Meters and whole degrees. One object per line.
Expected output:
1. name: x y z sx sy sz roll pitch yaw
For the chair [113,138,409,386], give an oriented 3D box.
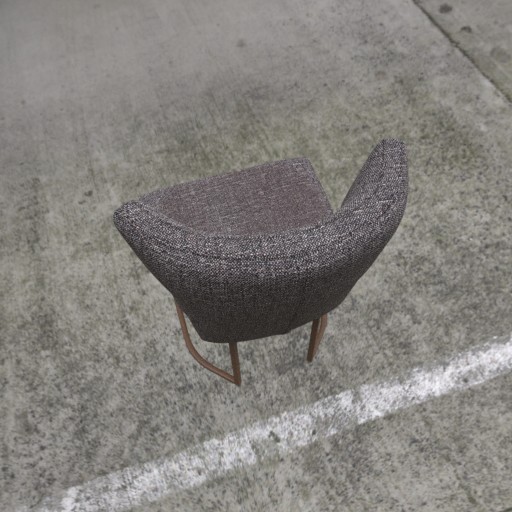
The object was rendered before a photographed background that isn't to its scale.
1. chair: 0.000 0.000 1.232 0.611 0.824 0.617 -15 58 -10
